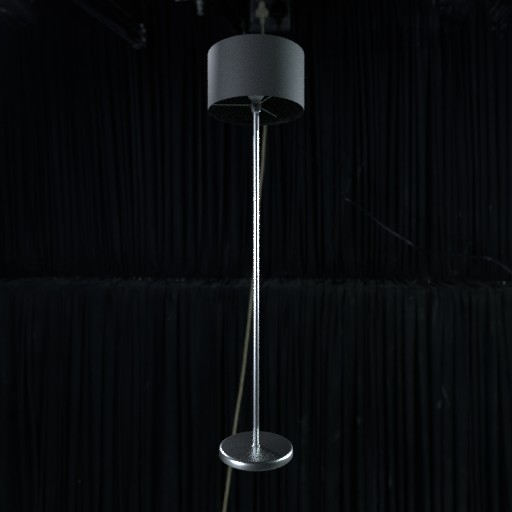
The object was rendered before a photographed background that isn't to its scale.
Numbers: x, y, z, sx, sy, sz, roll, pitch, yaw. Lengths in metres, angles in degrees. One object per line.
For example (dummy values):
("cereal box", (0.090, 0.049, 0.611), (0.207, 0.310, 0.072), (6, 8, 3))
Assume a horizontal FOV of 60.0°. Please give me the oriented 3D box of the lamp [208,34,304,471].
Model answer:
("lamp", (0.000, 0.000, 1.618), (0.348, 1.443, 0.348), (0, 1, 0))
